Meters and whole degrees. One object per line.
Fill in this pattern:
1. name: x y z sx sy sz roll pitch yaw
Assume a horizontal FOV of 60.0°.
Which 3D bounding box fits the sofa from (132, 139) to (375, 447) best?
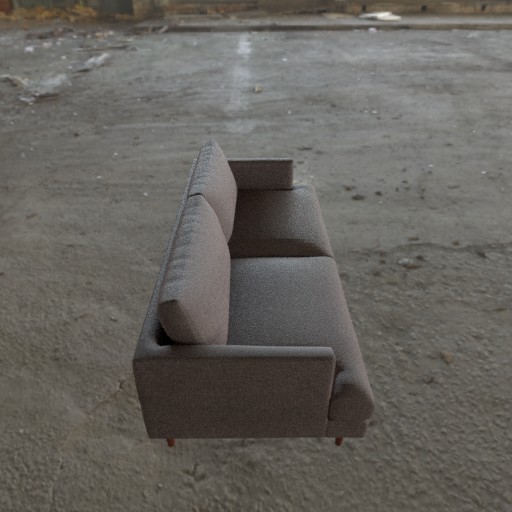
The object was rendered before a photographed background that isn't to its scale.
1. sofa: 0.000 0.000 2.815 1.020 0.868 2.250 0 33 0
